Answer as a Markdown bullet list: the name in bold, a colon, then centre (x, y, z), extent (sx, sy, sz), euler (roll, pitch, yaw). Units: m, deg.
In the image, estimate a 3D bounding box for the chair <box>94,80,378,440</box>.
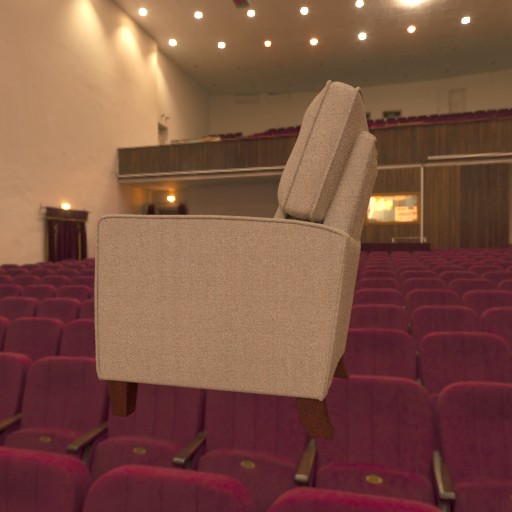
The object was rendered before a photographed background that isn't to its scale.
- **chair**: centre (0.000, 0.000, 1.425), extent (0.754, 0.888, 0.648), euler (0, 1, 16)
